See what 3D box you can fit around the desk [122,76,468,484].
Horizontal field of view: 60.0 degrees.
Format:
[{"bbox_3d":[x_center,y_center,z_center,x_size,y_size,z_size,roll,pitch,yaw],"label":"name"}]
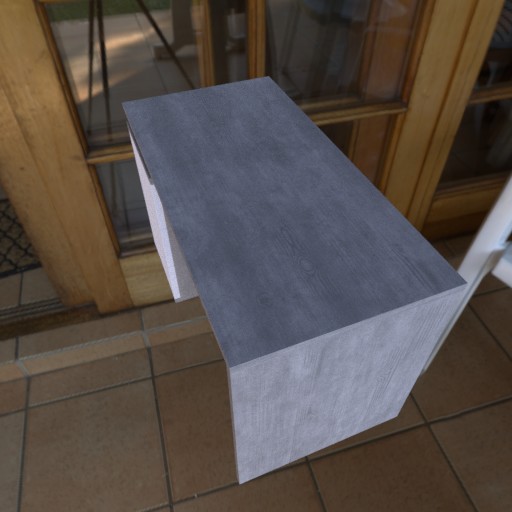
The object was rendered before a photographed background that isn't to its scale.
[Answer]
[{"bbox_3d":[0.000,0.000,1.625,0.600,0.740,1.200,-16,48,-15],"label":"desk"}]
